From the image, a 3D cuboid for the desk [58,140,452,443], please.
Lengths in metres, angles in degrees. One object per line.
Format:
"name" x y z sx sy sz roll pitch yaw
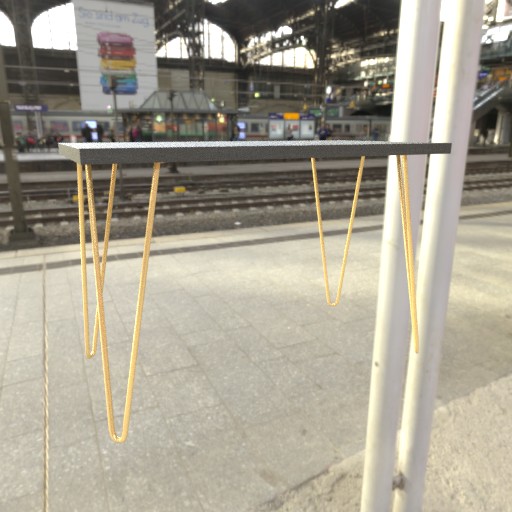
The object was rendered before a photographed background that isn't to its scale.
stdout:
"desk" 0.000 0.000 1.337 0.991 0.660 0.499 -8 17 -26
